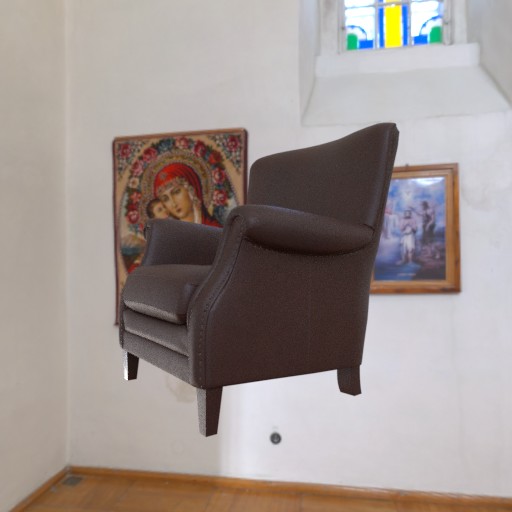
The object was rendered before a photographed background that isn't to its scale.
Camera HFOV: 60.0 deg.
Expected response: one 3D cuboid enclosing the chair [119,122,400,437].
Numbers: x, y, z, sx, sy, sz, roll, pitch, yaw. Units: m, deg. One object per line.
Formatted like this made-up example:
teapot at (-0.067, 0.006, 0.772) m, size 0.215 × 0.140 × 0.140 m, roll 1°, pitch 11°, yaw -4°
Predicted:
chair at (0.000, 0.000, 1.389) m, size 0.746 × 0.800 × 0.700 m, roll 0°, pitch 1°, yaw -36°
